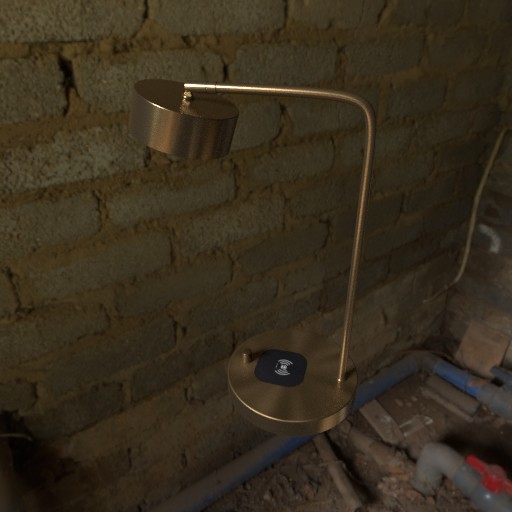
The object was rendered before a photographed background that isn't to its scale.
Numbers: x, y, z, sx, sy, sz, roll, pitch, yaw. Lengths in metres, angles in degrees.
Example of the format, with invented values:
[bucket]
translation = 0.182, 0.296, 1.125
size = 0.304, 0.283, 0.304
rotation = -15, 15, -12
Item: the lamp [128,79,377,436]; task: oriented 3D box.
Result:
[lamp]
translation = 0.000, 0.000, 0.517
size = 0.270, 0.380, 0.171
rotation = 8, 30, 14
